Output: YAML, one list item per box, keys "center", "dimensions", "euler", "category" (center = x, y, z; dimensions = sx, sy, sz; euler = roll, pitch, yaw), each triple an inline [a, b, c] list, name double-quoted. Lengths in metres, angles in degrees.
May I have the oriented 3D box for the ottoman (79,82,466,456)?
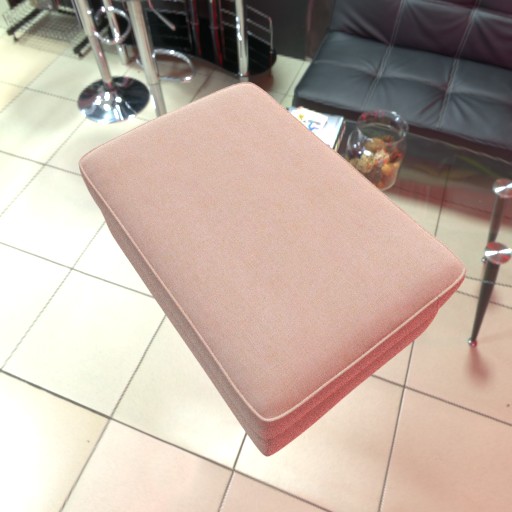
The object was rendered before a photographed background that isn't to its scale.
- center: [0.000, 0.000, 1.231]
  dimensions: [0.583, 0.484, 0.862]
  euler: [-31, 62, -19]
  category: "ottoman"
